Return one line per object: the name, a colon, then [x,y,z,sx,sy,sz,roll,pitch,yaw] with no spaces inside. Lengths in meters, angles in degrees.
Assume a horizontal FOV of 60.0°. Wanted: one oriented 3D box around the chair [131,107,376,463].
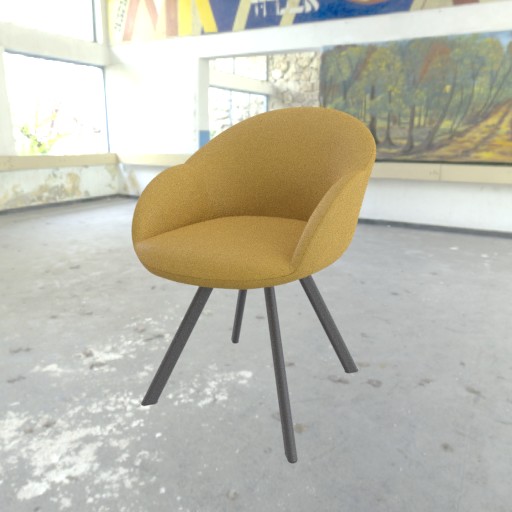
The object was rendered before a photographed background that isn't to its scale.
chair: [0.000,0.000,1.195,0.551,0.793,0.583,8,17,28]
